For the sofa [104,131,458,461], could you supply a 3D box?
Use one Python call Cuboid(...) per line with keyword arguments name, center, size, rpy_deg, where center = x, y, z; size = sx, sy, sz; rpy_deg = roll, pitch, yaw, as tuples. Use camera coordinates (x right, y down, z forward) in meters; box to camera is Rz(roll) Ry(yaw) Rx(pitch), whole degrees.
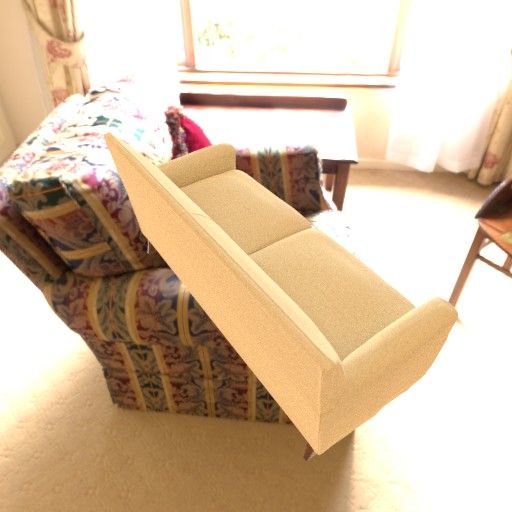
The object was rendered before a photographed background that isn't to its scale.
Cuboid(name="sofa", center=(0.000, 0.000, 2.452), size=(0.841, 0.907, 2.001), rpy_deg=(-24, 46, -25))
